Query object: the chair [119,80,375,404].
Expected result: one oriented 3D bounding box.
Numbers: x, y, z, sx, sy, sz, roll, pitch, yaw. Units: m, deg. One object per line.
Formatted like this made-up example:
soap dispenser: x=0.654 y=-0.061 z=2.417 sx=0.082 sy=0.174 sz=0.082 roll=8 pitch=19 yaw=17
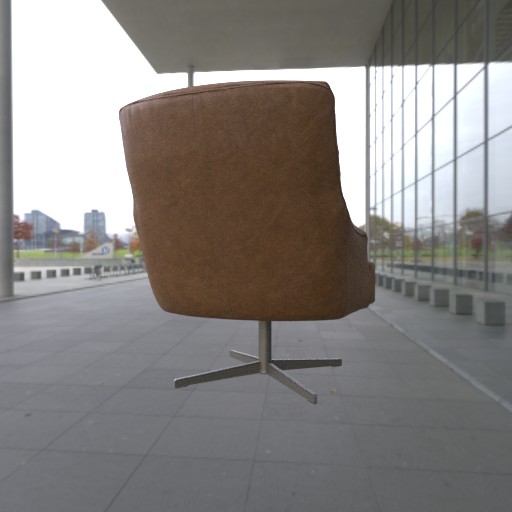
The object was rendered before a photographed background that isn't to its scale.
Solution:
chair: x=0.000 y=0.000 z=1.508 sx=0.729 sy=0.869 sz=0.874 roll=0 pitch=0 yaw=20
